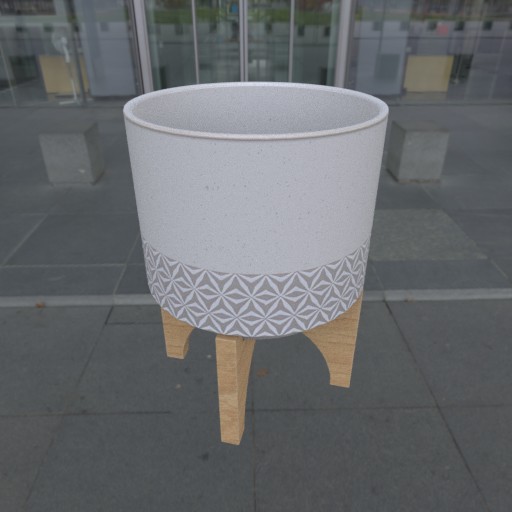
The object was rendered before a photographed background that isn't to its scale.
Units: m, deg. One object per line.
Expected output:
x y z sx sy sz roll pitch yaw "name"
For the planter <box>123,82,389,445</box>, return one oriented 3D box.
0.000 0.000 0.388 0.188 0.260 0.188 0 30 0 "planter"
